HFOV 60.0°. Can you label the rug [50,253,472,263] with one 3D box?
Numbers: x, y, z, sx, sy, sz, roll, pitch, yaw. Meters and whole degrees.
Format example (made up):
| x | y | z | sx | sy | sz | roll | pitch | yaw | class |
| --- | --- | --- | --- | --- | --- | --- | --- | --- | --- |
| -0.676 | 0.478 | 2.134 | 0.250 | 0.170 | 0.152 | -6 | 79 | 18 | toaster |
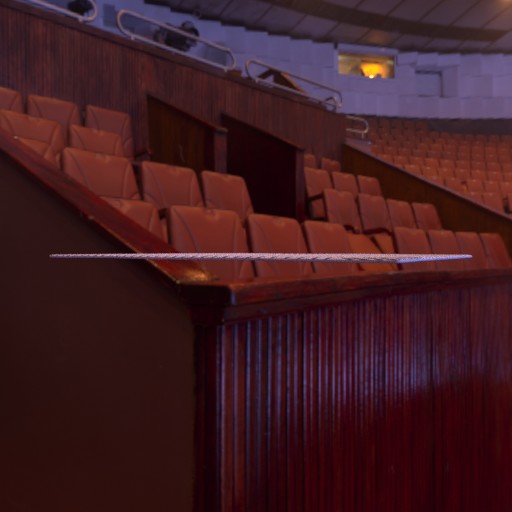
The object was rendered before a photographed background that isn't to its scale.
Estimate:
| x | y | z | sx | sy | sz | roll | pitch | yaw | class |
| --- | --- | --- | --- | --- | --- | --- | --- | --- | --- |
| 0.000 | 0.000 | 2.984 | 2.406 | 0.023 | 1.539 | 1 | 1 | 35 | rug |
